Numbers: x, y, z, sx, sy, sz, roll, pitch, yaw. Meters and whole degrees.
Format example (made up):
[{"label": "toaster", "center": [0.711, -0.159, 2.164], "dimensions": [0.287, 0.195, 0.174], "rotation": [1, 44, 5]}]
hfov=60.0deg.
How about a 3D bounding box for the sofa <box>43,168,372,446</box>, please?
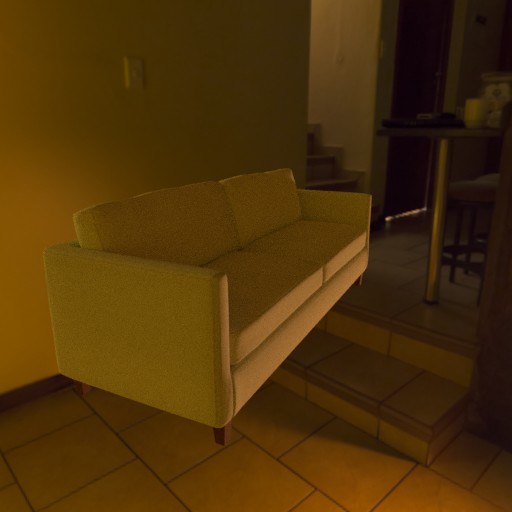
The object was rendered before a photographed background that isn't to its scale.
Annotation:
[{"label": "sofa", "center": [0.000, 0.000, 2.867], "dimensions": [0.948, 0.965, 2.434], "rotation": [8, 18, 26]}]
